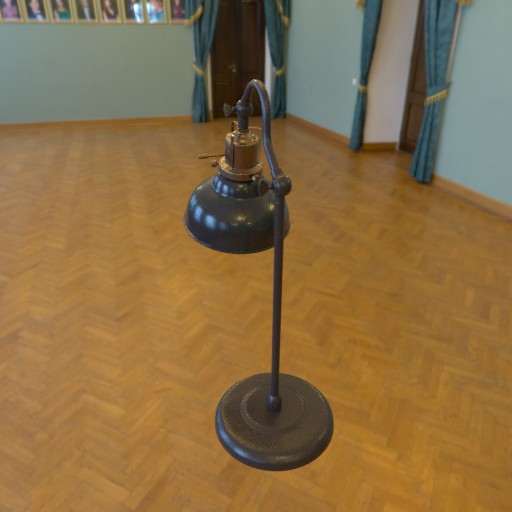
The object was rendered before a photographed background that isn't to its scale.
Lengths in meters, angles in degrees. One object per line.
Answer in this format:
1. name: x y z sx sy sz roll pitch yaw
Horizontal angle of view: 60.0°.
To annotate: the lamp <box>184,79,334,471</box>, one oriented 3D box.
1. lamp: 0.000 0.000 0.684 0.192 0.508 0.374 -9 28 -17
